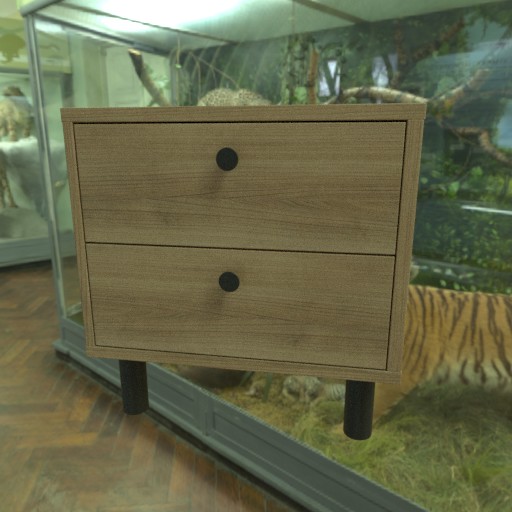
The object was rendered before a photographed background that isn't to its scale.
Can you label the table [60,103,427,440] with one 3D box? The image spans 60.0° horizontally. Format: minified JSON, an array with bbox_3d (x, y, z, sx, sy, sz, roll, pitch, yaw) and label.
[{"bbox_3d":[0.000,0.000,0.752,0.445,0.460,0.380,3,15,10],"label":"table"}]
